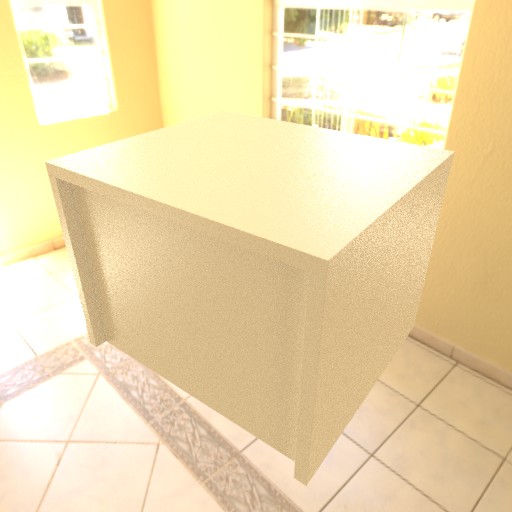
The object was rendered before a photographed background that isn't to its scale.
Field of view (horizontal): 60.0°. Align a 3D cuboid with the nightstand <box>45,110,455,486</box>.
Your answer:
[{"bbox_3d":[0.000,0.000,0.760,0.470,0.351,0.408,21,36,31],"label":"nightstand"}]
